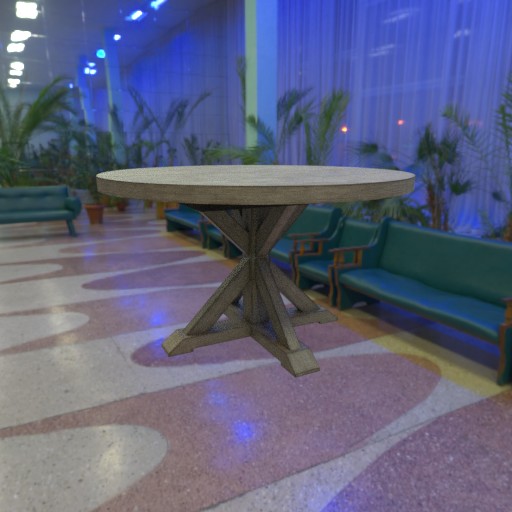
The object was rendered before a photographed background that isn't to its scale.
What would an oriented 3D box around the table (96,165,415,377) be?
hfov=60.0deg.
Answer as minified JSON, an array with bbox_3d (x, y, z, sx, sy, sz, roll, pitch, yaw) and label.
[{"bbox_3d":[0.000,0.000,2.095,1.363,0.781,1.363,0,14,0],"label":"table"}]
